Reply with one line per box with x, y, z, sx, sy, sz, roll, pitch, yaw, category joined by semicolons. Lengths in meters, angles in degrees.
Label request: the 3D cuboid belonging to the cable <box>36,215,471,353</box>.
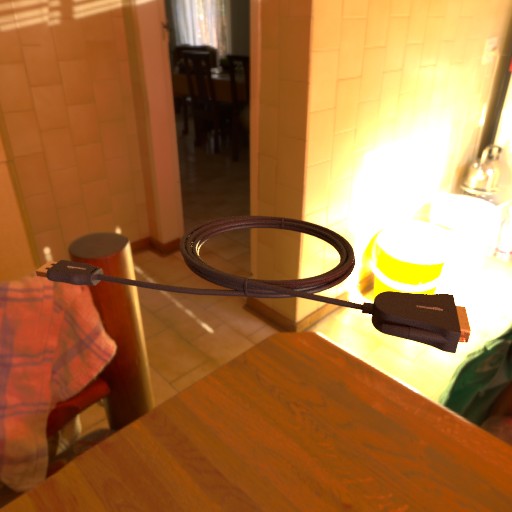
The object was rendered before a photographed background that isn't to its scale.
0.000;0.000;0.331;0.281;0.015;0.136;8;29;14;cable
